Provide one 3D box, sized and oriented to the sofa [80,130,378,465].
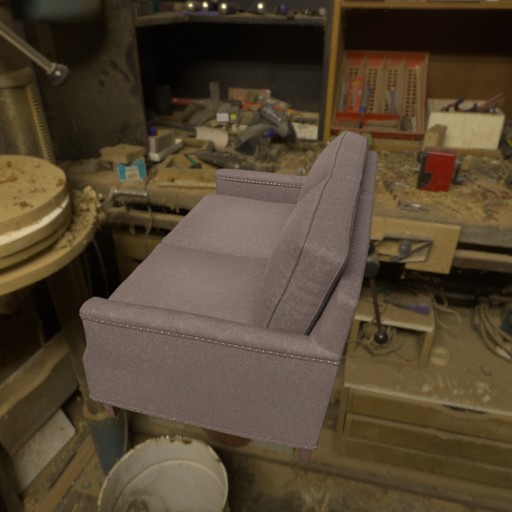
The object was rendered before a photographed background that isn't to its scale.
[{"bbox_3d":[0.000,0.000,2.264,1.084,1.003,1.597,8,32,13],"label":"sofa"}]
